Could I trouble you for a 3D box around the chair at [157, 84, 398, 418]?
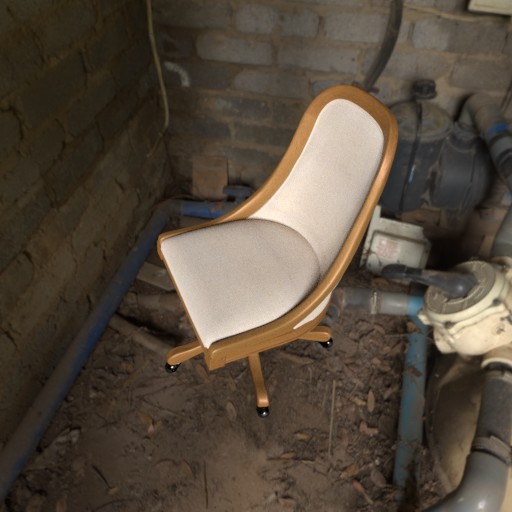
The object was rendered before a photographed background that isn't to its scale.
[{"bbox_3d":[0.000,0.000,1.560,0.811,1.009,0.702,-19,49,-17],"label":"chair"}]
